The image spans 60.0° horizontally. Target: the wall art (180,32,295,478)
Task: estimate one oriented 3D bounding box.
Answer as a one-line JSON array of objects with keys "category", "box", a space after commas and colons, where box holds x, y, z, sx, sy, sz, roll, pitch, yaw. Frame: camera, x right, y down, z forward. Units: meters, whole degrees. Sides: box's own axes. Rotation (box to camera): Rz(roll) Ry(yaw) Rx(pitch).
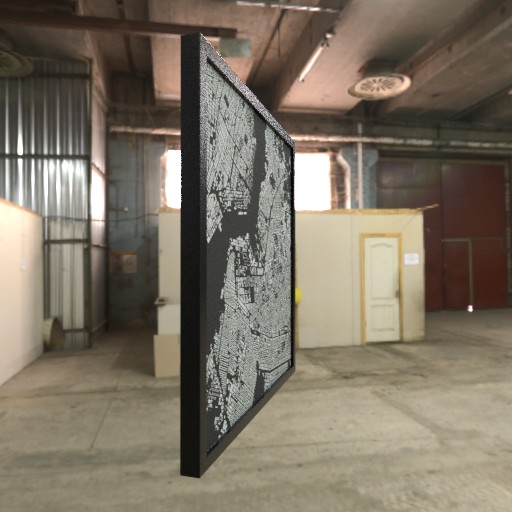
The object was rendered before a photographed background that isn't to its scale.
[{"category": "wall art", "box": [0.000, 0.000, 1.119, 0.038, 0.761, 0.755, 0, 0, 17]}]
